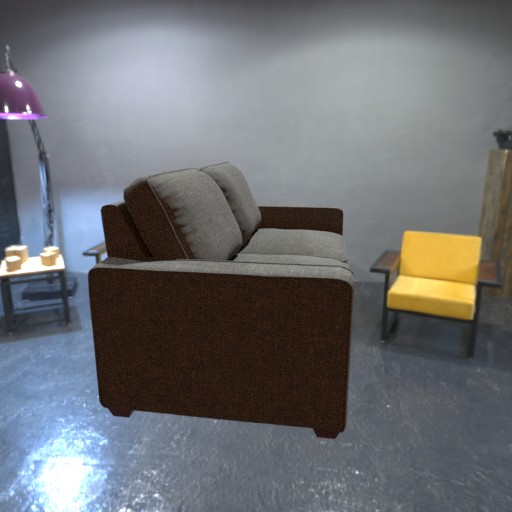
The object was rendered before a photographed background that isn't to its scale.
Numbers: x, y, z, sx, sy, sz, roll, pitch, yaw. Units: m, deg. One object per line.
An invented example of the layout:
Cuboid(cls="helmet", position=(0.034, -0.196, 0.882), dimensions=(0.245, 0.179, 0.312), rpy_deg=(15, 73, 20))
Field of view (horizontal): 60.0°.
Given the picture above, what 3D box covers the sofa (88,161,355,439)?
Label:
Cuboid(cls="sofa", position=(0.000, 0.000, 2.311), dimensions=(0.947, 0.918, 1.709), rpy_deg=(2, 15, 9))
